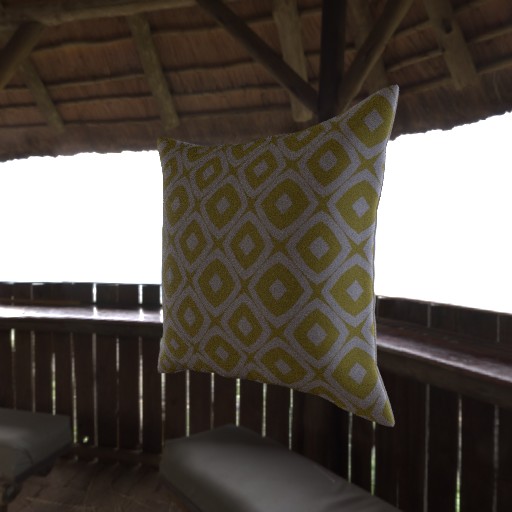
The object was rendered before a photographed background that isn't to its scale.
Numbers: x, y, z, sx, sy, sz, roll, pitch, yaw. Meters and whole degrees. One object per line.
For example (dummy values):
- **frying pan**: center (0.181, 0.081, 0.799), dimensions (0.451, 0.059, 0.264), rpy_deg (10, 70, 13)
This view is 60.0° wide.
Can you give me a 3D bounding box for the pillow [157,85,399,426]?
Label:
- **pillow**: center (0.000, 0.000, 0.785), dimensions (0.504, 0.494, 0.188), rpy_deg (0, 1, 36)
